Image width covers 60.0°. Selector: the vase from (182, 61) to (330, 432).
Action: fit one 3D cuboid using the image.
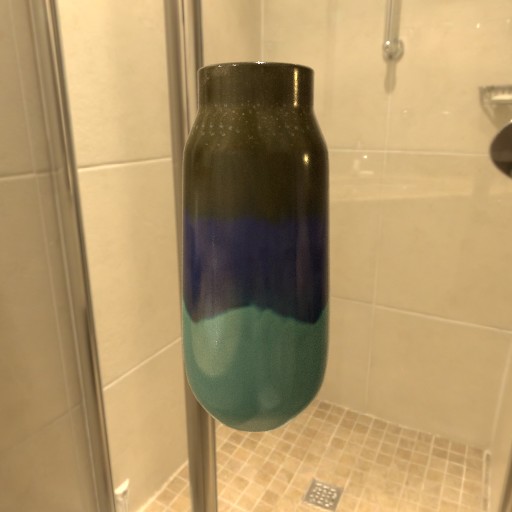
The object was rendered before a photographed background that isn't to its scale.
[{"bbox_3d":[0.000,0.000,0.399,0.139,0.313,0.139,0,17,0],"label":"vase"}]
